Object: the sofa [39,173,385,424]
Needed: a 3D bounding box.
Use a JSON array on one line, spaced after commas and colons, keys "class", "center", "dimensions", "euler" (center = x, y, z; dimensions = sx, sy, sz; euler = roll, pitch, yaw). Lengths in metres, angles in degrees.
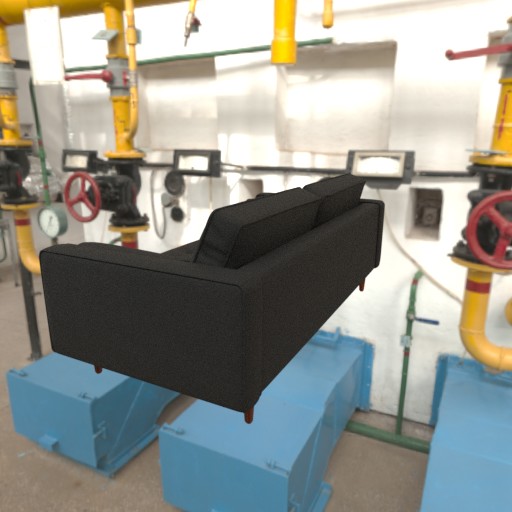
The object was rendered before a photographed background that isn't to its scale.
[{"class": "sofa", "center": [0.000, 0.000, 2.305], "dimensions": [0.914, 0.759, 1.875], "euler": [8, 17, 27]}]
